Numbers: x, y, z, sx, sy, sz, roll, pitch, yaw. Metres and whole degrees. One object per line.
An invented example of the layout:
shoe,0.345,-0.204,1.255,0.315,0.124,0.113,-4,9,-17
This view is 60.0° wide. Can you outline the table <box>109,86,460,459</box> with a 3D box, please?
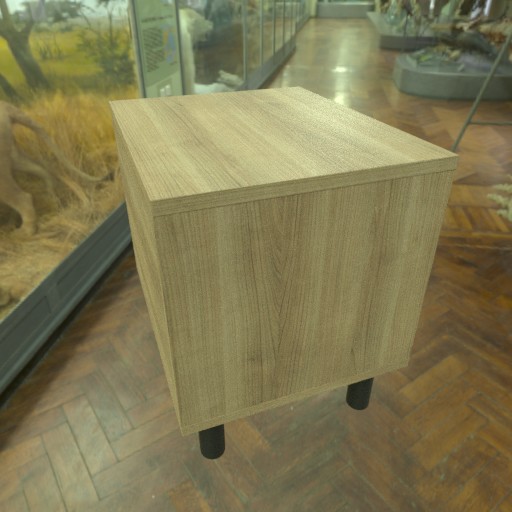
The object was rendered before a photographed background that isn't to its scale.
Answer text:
table,0.000,0.000,0.772,0.380,0.460,0.445,-11,33,-17
